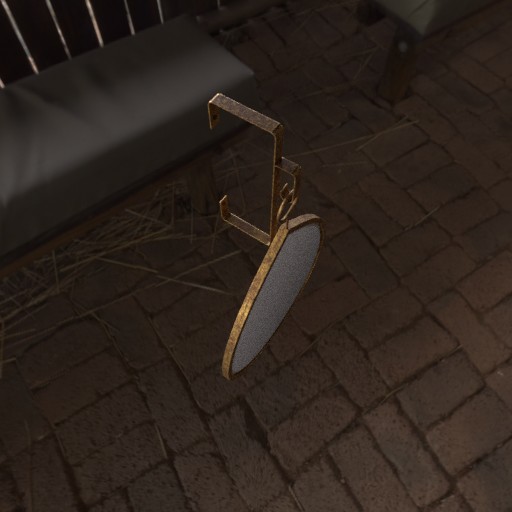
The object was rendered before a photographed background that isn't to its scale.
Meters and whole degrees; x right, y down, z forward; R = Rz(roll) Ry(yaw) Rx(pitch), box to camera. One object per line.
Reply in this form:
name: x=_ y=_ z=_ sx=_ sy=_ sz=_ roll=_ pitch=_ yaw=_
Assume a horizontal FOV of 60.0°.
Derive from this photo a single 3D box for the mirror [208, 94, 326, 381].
mirror: x=0.000 y=0.000 z=0.898 sx=0.144 sy=0.744 sz=0.405 roll=31 pitch=66 yaw=16
